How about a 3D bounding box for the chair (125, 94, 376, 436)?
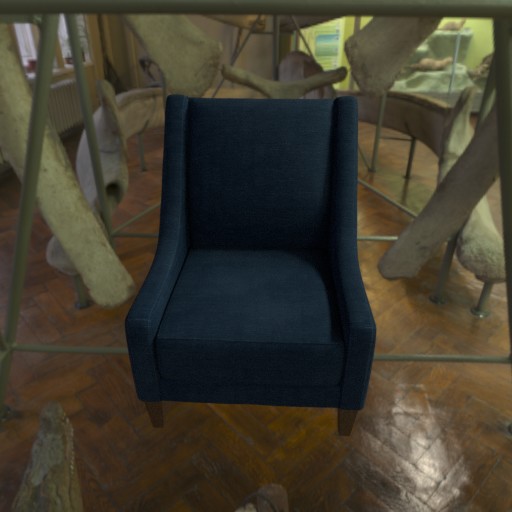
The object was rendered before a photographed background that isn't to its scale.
[{"bbox_3d":[0.000,0.000,1.652,0.774,1.014,0.870,1,30,3],"label":"chair"}]
